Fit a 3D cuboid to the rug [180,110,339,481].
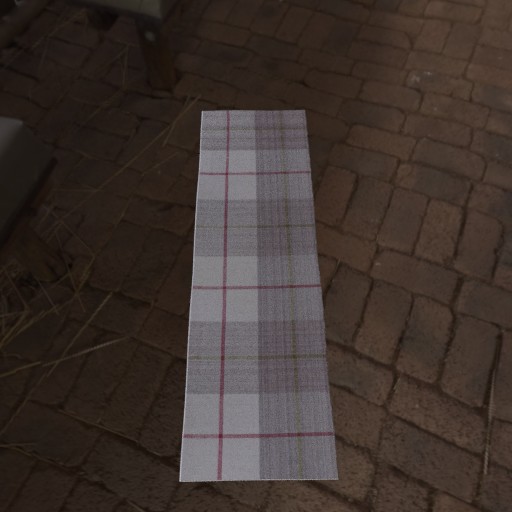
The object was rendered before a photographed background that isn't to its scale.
[{"bbox_3d":[0.000,0.000,2.699,0.762,0.013,2.439,-1,62,0],"label":"rug"}]
